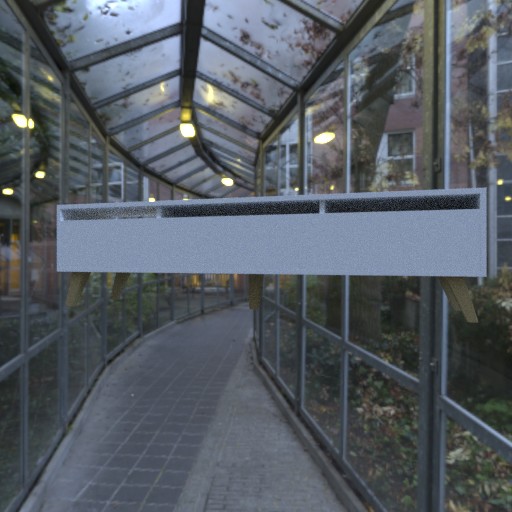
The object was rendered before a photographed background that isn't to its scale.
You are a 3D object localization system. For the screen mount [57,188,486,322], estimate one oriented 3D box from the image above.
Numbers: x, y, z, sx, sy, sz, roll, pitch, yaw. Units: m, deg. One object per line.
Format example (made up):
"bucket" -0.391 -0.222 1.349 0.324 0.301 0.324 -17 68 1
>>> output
"screen mount" 0.000 0.000 1.831 1.644 0.432 0.399 0 0 17
